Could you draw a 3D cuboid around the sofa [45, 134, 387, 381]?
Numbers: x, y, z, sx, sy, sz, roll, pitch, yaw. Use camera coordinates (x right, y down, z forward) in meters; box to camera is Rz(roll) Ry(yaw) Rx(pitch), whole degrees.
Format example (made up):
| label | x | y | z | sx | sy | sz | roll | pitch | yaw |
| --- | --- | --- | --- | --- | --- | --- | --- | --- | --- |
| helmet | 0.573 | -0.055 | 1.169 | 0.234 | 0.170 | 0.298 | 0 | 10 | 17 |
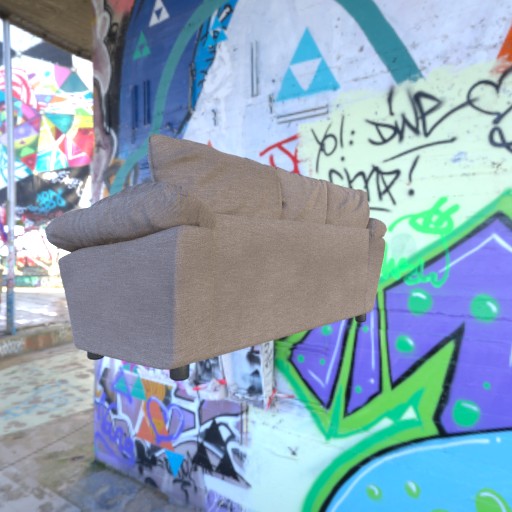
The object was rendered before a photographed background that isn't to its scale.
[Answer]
| label | x | y | z | sx | sy | sz | roll | pitch | yaw |
| --- | --- | --- | --- | --- | --- | --- | --- | --- | --- |
| sofa | 0.000 | 0.000 | 2.830 | 0.927 | 1.043 | 2.390 | 1 | 1 | 37 |
